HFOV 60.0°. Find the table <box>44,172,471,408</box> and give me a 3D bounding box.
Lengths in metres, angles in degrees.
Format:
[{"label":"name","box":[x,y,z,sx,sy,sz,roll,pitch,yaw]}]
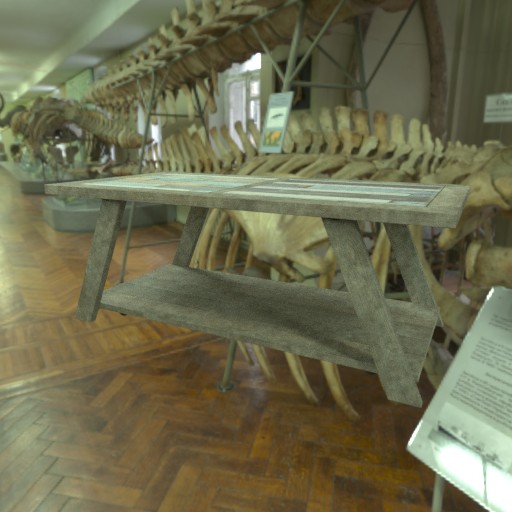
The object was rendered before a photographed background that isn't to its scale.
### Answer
[{"label":"table","box":[0.000,0.000,1.476,1.219,0.470,0.610,8,17,26]}]
